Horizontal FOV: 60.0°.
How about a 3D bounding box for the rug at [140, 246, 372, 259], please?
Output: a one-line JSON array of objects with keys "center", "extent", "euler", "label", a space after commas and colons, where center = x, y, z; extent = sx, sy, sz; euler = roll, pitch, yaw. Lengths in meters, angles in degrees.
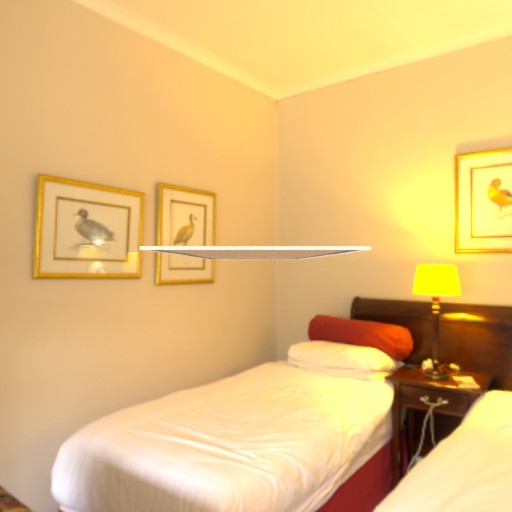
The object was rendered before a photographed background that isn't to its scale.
[{"center": [0.000, 0.000, 2.666], "extent": [0.768, 0.012, 2.438], "euler": [0, -1, 0], "label": "rug"}]
